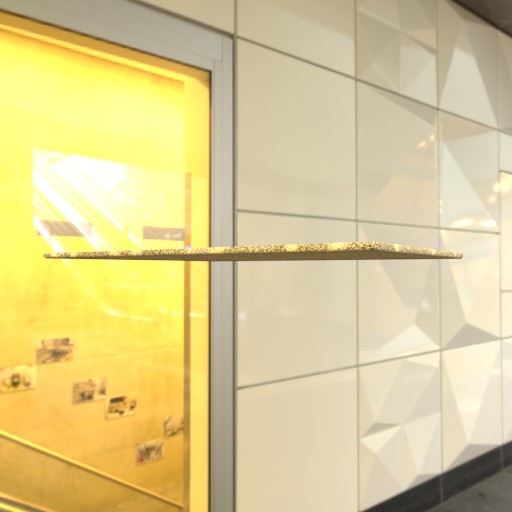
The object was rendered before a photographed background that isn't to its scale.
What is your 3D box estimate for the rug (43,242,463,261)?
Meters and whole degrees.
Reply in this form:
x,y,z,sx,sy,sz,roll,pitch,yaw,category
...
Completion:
x,y,z,sx,sy,sz,roll,pitch,yaw,category
0.000,0.000,2.096,1.600,0.025,1.200,-1,-2,35,rug
